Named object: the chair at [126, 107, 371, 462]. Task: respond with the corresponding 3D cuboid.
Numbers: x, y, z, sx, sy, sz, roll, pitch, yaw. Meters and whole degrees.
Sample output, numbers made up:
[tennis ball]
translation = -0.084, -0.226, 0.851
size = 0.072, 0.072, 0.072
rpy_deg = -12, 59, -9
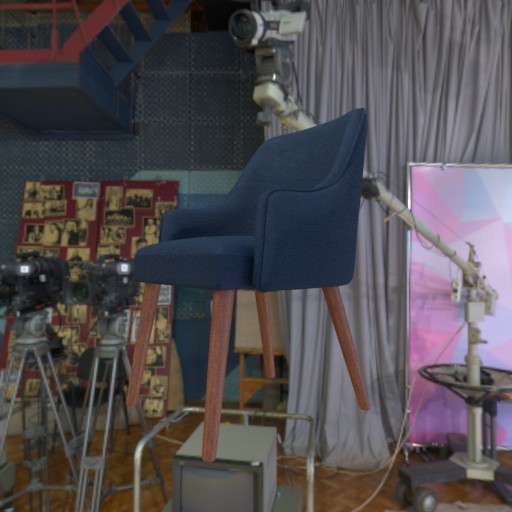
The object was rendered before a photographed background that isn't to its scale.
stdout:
[chair]
translation = 0.000, 0.000, 1.256
size = 0.591, 0.844, 0.559
rpy_deg = 0, 0, -37
